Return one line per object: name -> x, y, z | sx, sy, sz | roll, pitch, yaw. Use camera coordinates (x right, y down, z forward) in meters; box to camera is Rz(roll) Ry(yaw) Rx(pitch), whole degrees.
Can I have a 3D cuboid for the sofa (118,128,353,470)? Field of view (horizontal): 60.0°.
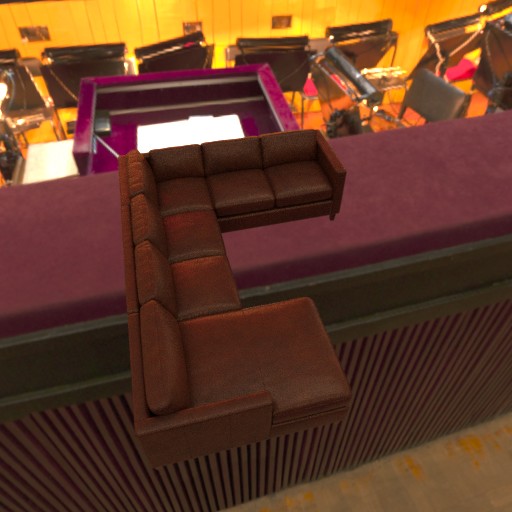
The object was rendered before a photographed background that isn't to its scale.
sofa -> 0.000, 0.000, 4.393 | 2.452, 0.891, 3.324 | -10, 47, -10
